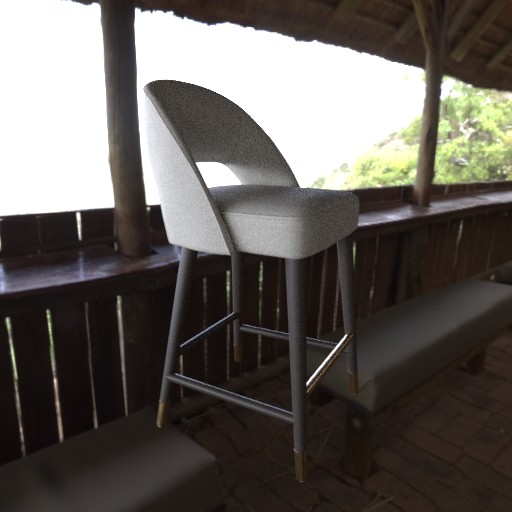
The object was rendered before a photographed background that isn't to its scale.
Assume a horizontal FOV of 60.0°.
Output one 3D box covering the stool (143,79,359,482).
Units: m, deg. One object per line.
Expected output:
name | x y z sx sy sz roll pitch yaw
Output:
stool | 0.000 0.000 1.230 0.509 0.940 0.494 8 17 28
